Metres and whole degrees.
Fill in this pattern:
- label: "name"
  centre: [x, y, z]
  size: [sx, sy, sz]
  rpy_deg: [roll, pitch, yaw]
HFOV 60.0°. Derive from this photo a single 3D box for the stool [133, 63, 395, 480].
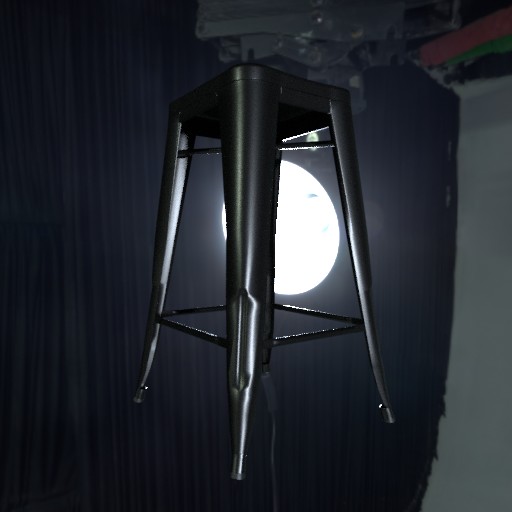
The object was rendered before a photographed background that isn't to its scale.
- label: "stool"
  centre: [0.000, 0.000, 0.863]
  size: [0.359, 0.609, 0.399]
  rpy_deg: [-1, 2, -36]
